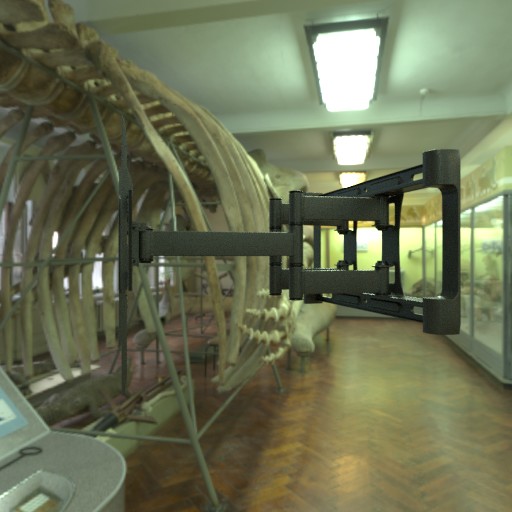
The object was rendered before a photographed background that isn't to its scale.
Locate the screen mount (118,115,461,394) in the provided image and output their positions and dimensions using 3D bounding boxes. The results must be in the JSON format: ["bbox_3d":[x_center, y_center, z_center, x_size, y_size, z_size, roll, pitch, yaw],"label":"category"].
[{"bbox_3d":[0.000,0.000,0.938,0.556,0.424,0.571,0,0,-18],"label":"screen mount"}]
